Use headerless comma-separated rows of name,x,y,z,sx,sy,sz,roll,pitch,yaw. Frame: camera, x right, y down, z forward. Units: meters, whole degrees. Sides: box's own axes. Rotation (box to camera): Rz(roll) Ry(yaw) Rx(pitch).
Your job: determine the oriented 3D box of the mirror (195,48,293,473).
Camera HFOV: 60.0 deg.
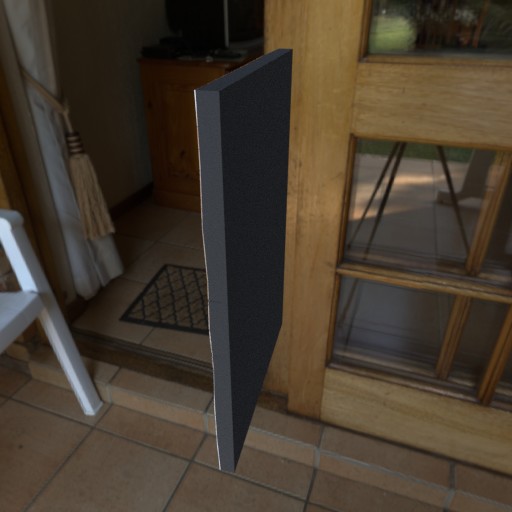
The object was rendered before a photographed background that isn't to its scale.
mirror,0.000,0.000,1.137,0.044,0.912,0.606,7,31,12
